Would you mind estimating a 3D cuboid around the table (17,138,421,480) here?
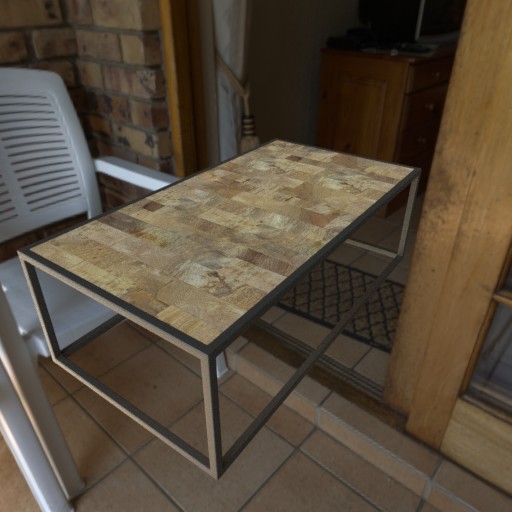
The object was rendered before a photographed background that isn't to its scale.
[{"bbox_3d":[0.000,0.000,1.493,0.649,0.398,1.199,21,37,30],"label":"table"}]
